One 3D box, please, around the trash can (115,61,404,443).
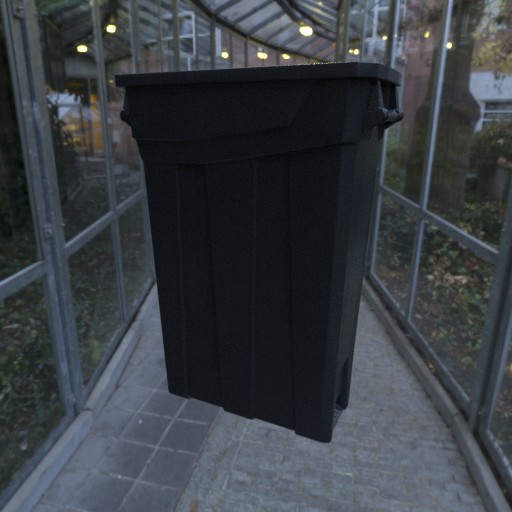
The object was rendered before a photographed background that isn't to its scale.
[{"bbox_3d":[0.000,0.000,1.005,0.559,0.762,0.281,8,19,25],"label":"trash can"}]
